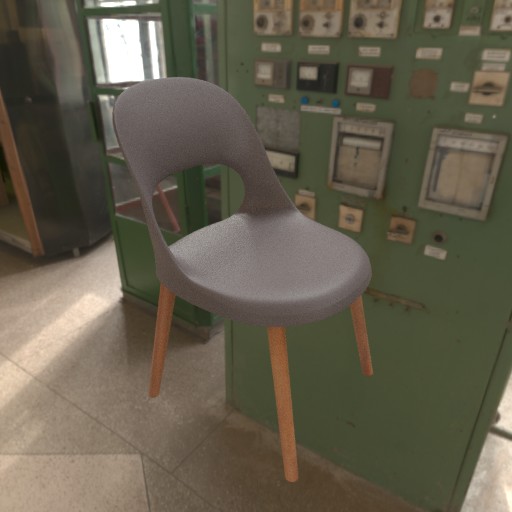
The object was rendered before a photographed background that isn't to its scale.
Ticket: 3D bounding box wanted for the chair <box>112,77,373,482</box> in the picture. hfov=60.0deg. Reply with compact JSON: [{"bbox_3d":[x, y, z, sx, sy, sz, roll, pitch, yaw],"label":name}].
[{"bbox_3d":[0.000,0.000,1.099,0.556,0.794,0.470,18,32,32],"label":"chair"}]
